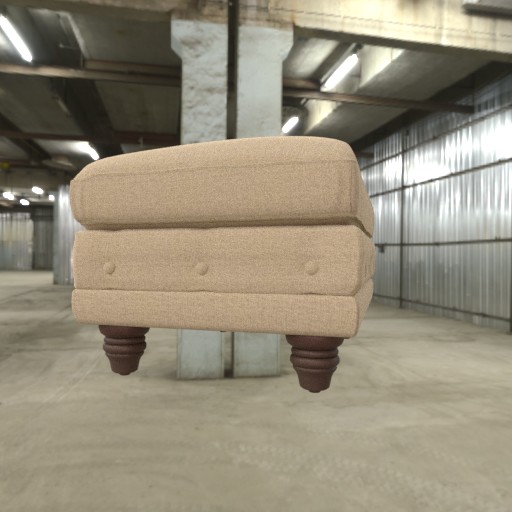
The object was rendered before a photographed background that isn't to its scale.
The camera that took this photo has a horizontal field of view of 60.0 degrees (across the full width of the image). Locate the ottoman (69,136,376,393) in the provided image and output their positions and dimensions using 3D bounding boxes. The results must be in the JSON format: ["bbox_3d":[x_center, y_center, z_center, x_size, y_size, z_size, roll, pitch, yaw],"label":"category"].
[{"bbox_3d":[0.000,0.000,1.055,0.541,0.463,0.684,0,0,17],"label":"ottoman"}]
